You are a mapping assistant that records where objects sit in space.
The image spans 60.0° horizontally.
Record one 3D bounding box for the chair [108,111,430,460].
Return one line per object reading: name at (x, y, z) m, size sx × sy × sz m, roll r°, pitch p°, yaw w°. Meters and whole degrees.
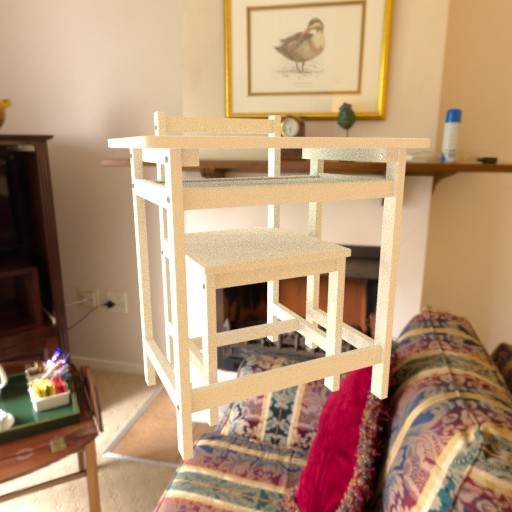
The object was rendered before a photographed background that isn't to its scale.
chair at (0.000, 0.000, 1.058) m, size 0.599 × 0.673 × 0.461 m, roll -7°, pitch 15°, yaw -25°
